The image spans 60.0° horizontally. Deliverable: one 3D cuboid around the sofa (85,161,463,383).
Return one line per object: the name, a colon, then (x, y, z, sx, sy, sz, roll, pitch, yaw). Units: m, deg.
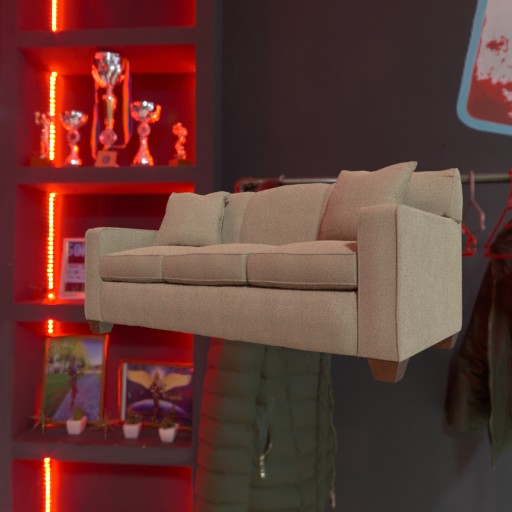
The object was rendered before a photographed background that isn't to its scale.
sofa: (0.000, 0.000, 2.550, 2.024, 0.958, 0.997, -1, -1, 37)
